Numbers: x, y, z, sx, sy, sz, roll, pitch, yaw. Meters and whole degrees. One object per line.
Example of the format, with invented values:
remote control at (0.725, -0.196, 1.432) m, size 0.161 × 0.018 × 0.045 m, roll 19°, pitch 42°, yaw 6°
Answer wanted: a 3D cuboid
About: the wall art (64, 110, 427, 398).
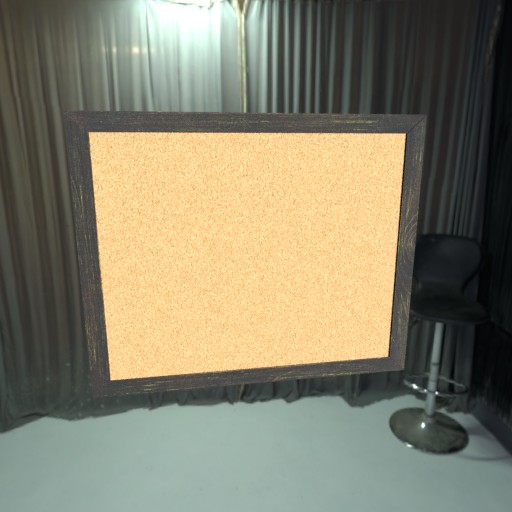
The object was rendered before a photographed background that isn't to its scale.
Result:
wall art at (0.000, 0.000, 0.745) m, size 0.558 × 0.457 × 0.032 m, roll -2°, pitch 14°, yaw -10°
